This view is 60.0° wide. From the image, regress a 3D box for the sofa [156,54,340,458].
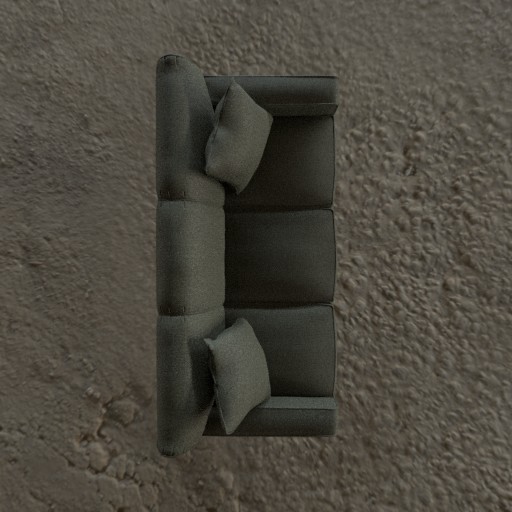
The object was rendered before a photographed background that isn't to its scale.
[{"bbox_3d":[0.000,0.000,2.616,0.997,0.958,2.024,0,91,1],"label":"sofa"}]
